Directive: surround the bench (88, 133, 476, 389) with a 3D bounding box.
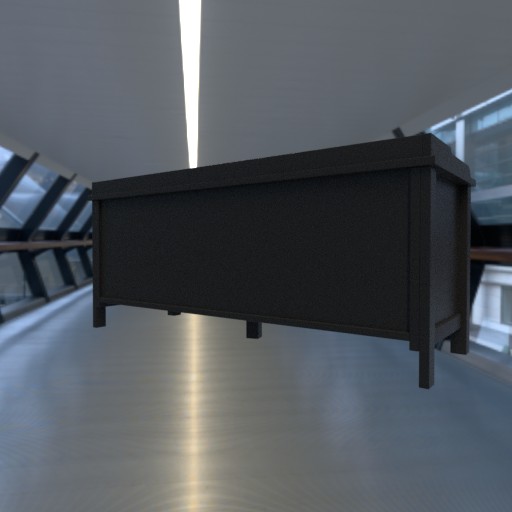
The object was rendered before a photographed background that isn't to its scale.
[{"bbox_3d":[0.000,0.000,1.345,1.140,0.501,0.398,1,2,36],"label":"bench"}]
